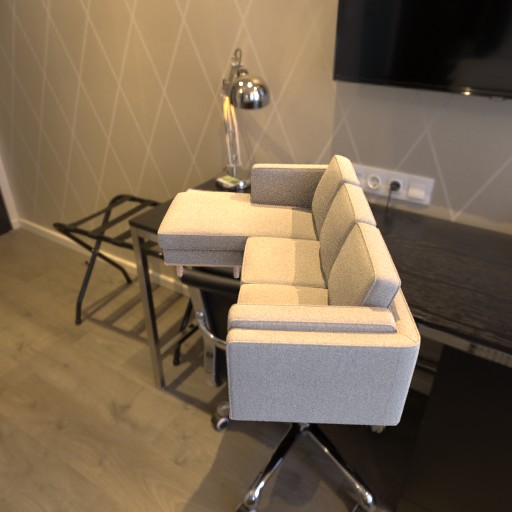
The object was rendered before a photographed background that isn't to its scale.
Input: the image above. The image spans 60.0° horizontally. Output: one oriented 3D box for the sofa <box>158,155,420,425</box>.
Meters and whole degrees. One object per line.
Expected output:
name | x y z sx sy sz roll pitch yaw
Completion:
sofa | 0.000 0.000 3.135 1.604 0.929 2.411 1 30 2
